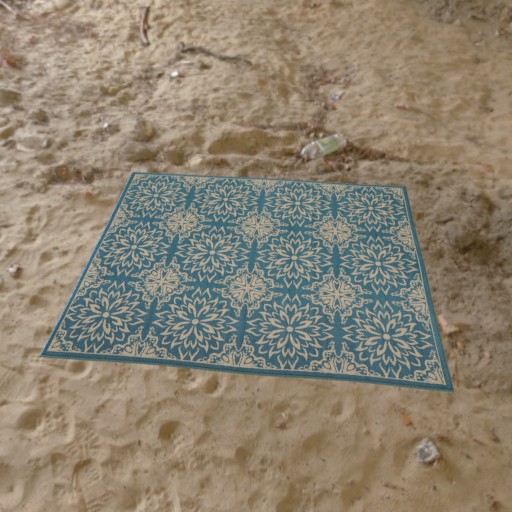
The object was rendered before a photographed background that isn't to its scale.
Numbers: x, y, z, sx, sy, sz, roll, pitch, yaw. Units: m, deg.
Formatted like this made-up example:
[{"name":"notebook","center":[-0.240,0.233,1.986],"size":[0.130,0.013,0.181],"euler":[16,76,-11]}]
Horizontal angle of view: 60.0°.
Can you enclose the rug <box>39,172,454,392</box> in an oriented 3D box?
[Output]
[{"name":"rug","center":[0.000,0.000,3.960],"size":[2.964,0.018,2.350],"euler":[4,46,4]}]
